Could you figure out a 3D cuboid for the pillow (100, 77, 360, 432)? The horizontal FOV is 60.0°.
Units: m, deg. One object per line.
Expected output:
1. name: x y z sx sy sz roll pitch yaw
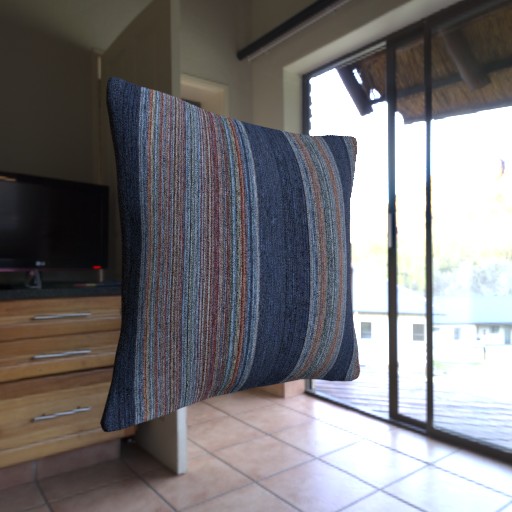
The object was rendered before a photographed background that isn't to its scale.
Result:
1. pillow: 0.000 0.000 0.640 0.437 0.419 0.136 1 -2 -36
